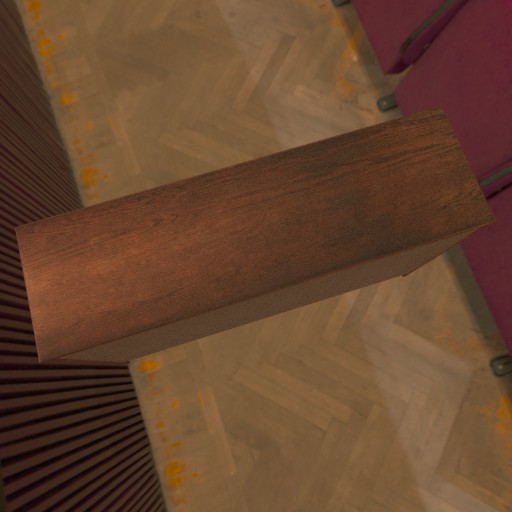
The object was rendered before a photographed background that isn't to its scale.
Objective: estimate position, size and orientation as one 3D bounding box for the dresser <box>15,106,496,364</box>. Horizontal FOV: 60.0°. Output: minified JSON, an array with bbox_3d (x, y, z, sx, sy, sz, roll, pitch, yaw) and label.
[{"bbox_3d":[0.000,0.000,1.896,1.551,0.856,0.463,-17,76,-4],"label":"dresser"}]
